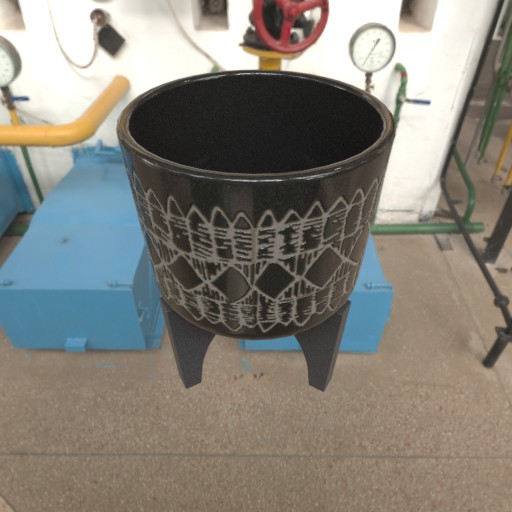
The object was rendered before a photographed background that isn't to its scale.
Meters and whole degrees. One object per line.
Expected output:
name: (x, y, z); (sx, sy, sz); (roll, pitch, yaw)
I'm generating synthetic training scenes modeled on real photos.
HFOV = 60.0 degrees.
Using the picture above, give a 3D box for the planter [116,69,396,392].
planter: (0.000, 0.000, 0.265); (0.129, 0.177, 0.129); (0, 40, 0)
